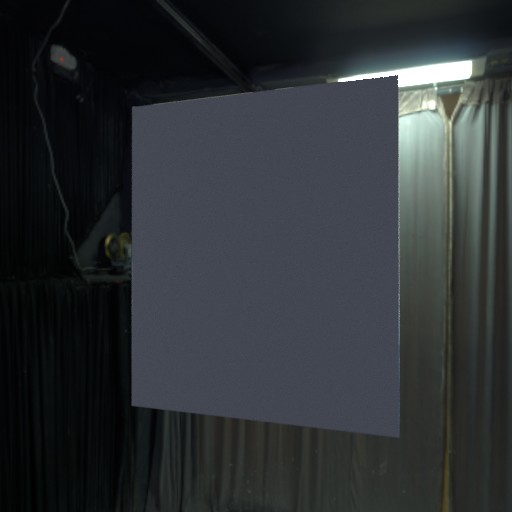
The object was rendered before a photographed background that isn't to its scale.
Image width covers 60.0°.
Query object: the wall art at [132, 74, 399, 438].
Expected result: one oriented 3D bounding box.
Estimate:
[{"bbox_3d":[0.000,0.000,0.708,0.435,0.511,0.037,0,0,18],"label":"wall art"}]
